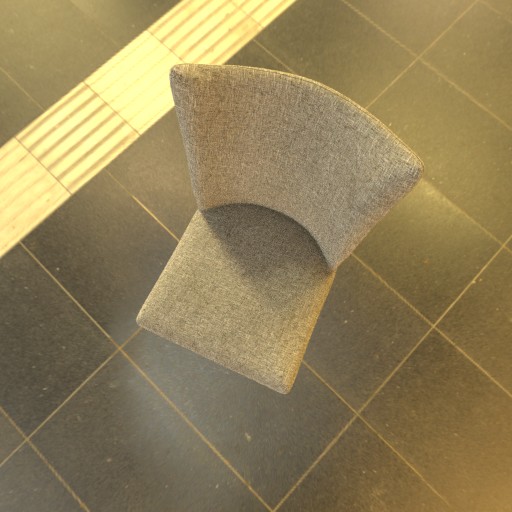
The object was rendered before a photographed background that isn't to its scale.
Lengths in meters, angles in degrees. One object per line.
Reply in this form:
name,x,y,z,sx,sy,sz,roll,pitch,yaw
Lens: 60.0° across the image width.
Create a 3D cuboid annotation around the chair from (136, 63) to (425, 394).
chair,0.000,0.000,1.253,0.535,0.924,0.623,24,77,6
